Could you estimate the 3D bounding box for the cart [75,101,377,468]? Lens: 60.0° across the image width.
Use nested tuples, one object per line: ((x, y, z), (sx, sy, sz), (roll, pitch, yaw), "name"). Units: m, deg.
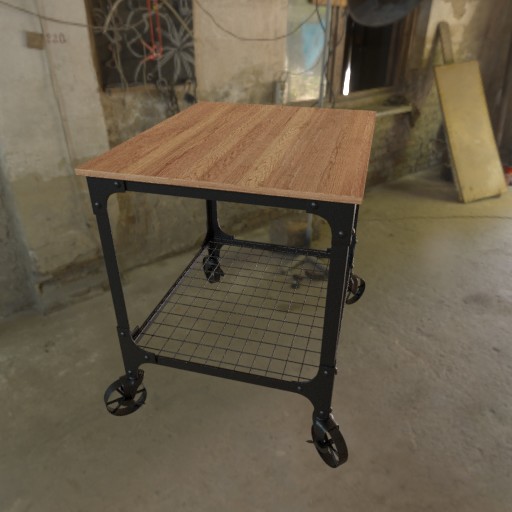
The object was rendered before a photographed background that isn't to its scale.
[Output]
((0.000, 0.000, 1.099), (0.558, 0.603, 0.666), (8, 31, 13), "cart")
